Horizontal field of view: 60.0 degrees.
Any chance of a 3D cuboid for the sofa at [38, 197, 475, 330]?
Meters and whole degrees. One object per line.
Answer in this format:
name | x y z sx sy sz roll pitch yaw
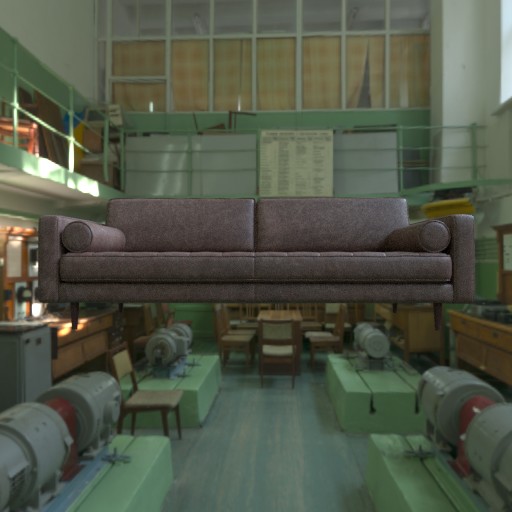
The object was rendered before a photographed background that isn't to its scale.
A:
sofa | 0.000 0.000 2.642 2.210 0.762 0.914 0 0 1
